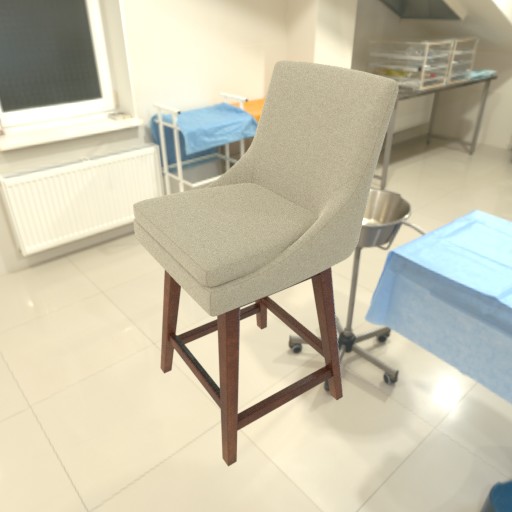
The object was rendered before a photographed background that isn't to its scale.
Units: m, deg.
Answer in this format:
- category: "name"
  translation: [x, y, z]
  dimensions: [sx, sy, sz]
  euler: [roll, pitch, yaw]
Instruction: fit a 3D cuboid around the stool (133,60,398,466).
- category: "stool"
  translation: [0.000, 0.000, 1.298]
  dimensions: [0.559, 0.991, 0.469]
  euler: [-19, 36, -29]
